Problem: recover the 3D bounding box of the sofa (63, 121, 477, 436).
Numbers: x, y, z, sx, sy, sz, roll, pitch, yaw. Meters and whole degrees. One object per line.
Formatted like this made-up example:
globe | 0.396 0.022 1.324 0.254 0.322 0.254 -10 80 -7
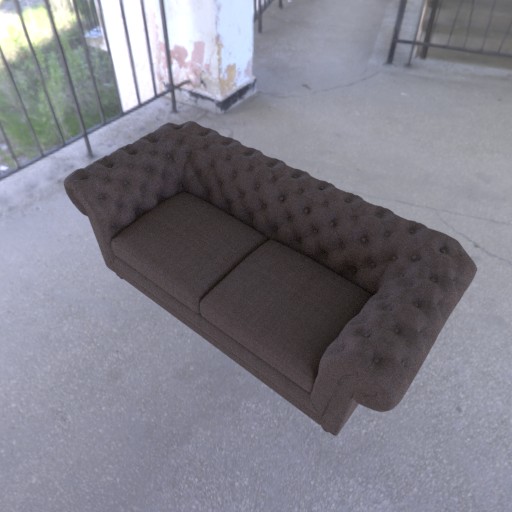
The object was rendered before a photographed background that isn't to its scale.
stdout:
sofa | 0.000 0.000 2.470 2.048 0.780 0.944 30 53 26
